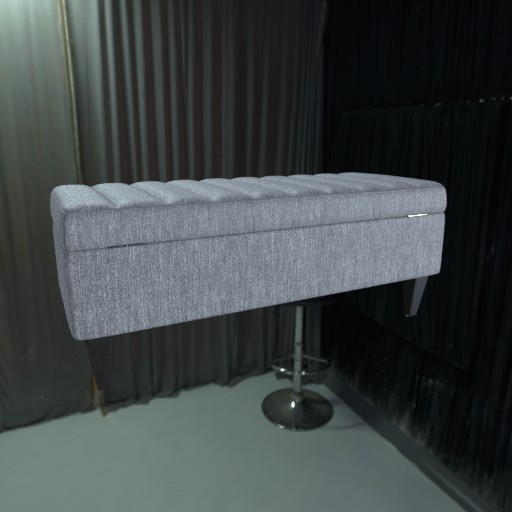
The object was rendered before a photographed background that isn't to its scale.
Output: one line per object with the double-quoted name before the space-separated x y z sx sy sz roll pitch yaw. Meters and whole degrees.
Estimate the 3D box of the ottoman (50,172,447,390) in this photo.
"ottoman" 0.000 0.000 1.417 1.151 0.469 0.482 -7 17 -26
